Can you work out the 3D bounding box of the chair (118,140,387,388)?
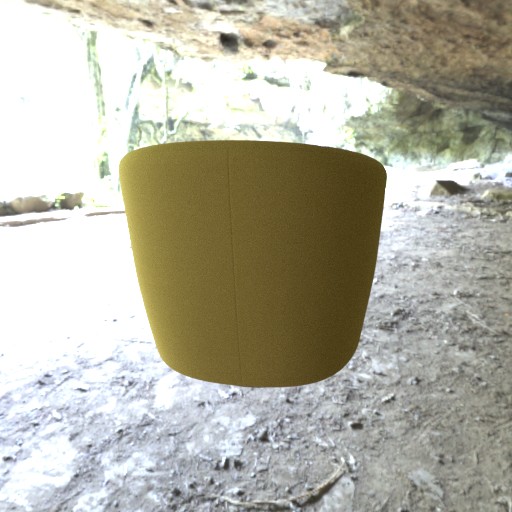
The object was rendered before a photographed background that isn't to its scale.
[{"bbox_3d":[0.000,0.000,1.369,0.773,0.698,0.767,2,15,8],"label":"chair"}]
